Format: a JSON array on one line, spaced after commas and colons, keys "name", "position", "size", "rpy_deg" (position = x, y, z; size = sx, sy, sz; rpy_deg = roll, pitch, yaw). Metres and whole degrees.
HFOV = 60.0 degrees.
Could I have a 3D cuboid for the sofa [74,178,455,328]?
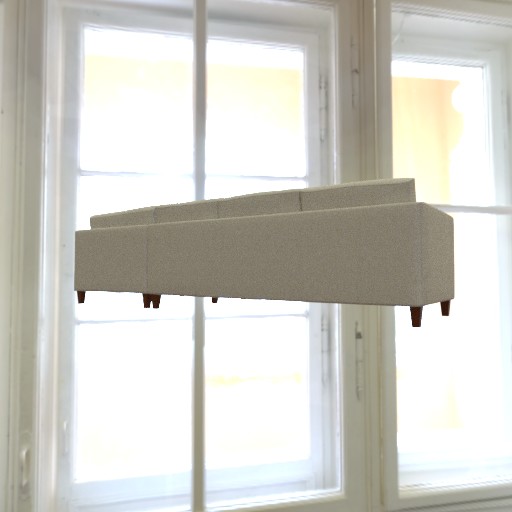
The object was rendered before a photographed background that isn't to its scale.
[{"name": "sofa", "position": [0.000, 0.000, 4.204], "size": [3.471, 0.954, 1.599], "rpy_deg": [-1, -2, 35]}]
